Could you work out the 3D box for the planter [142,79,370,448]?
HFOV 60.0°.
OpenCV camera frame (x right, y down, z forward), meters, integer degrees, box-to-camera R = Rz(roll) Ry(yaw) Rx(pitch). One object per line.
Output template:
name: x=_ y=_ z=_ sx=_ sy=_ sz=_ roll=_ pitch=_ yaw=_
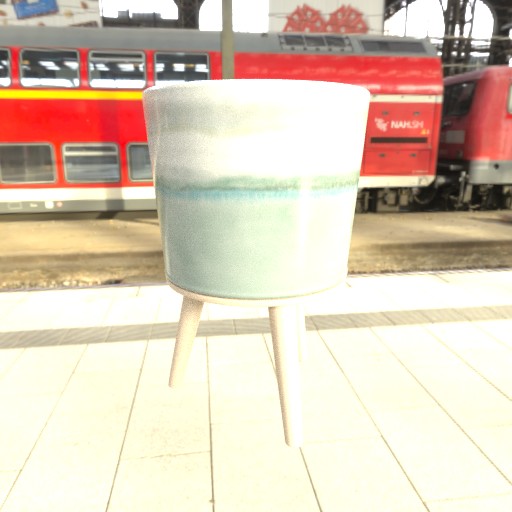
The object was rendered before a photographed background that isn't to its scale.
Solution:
planter: x=0.000 y=0.000 z=0.581 sx=0.265 sy=0.404 sz=0.265 roll=-2 pitch=15 yaw=-9
